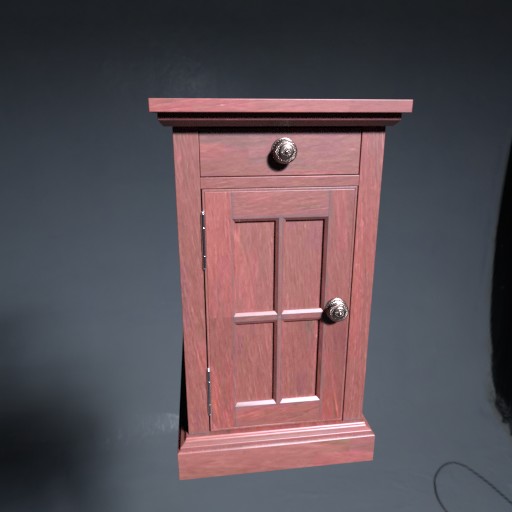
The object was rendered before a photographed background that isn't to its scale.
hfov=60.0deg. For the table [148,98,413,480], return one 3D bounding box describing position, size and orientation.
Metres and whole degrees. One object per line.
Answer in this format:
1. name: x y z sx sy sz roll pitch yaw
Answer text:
1. table: 0.000 0.000 0.951 0.356 0.612 0.584 -2 17 -7
